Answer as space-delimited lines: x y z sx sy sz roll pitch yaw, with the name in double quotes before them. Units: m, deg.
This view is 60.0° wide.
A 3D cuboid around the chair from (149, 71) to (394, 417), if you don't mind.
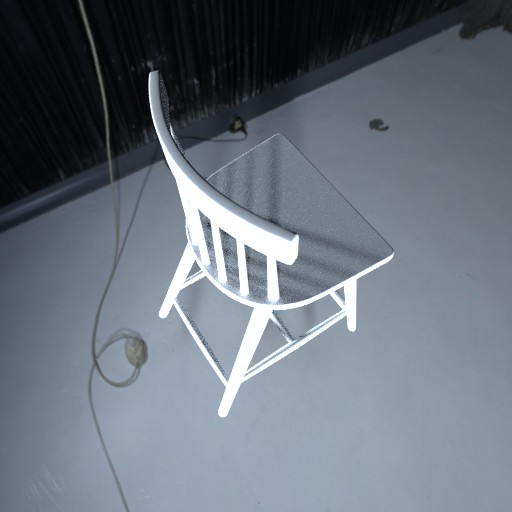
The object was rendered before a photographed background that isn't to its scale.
"chair" 0.000 0.000 1.209 0.572 0.952 0.483 -30 65 -16
